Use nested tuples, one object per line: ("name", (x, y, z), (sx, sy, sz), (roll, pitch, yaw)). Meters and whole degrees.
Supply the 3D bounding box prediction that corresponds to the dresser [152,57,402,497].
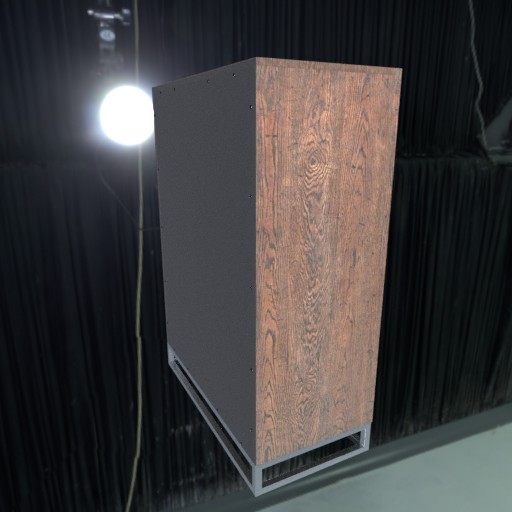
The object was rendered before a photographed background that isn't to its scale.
("dresser", (0.000, 0.000, 1.781), (0.508, 1.321, 0.965), (-8, 18, -26))
